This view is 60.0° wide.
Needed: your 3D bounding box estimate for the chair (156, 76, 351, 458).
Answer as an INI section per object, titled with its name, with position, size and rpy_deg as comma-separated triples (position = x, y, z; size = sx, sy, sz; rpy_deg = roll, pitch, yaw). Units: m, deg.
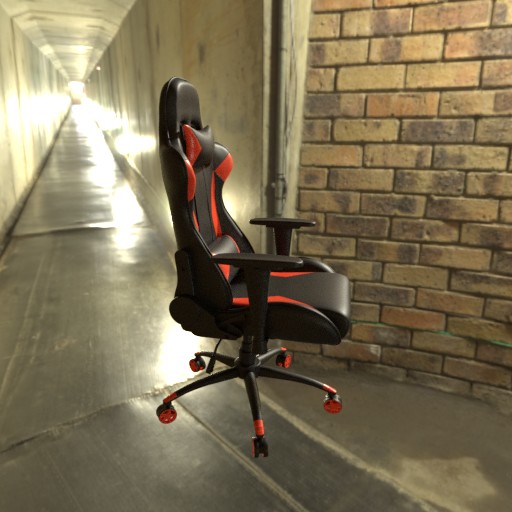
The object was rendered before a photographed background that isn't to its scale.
[chair]
position = 0.000, 0.000, 1.696
size = 0.730, 1.282, 0.695
rpy_deg = 3, 16, 11
